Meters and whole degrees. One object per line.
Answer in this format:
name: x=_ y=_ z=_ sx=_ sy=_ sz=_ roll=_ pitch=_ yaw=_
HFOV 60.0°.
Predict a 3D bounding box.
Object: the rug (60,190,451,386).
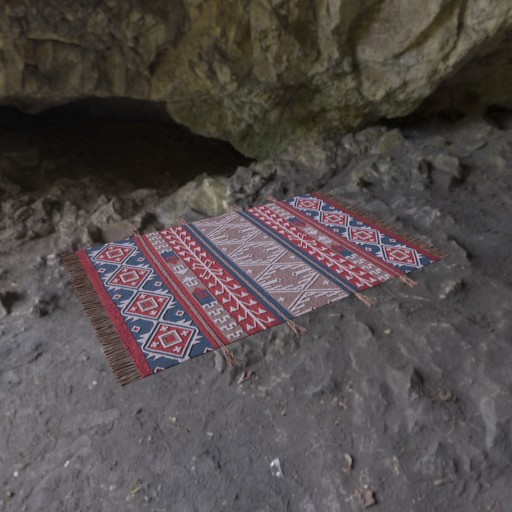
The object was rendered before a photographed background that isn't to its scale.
rug: x=0.000 y=0.000 z=2.651 sx=2.025 sy=0.040 sz=1.469 roll=-17 pitch=34 yaw=-27
